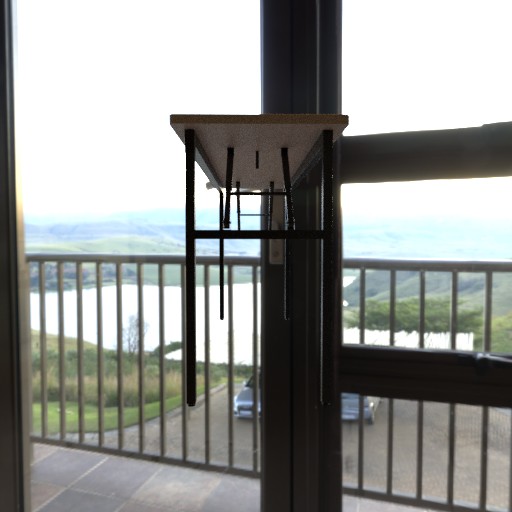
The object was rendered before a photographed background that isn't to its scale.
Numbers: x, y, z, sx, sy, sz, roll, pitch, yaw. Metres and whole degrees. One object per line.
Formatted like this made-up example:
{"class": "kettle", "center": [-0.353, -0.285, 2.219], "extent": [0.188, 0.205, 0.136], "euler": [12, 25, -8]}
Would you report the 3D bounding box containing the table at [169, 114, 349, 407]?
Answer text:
{"class": "table", "center": [0.000, 0.000, 1.799], "extent": [0.447, 0.750, 1.397], "euler": [0, 2, -1]}
